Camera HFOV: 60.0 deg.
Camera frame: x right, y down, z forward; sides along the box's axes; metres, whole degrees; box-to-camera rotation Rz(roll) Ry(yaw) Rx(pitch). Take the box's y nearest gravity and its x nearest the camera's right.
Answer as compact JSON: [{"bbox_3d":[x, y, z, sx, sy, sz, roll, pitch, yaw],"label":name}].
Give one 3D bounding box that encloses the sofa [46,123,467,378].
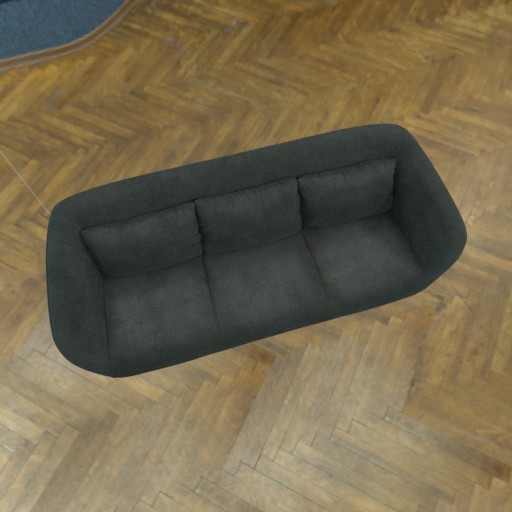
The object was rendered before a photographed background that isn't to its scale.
[{"bbox_3d":[0.000,0.000,2.735,2.296,0.875,0.956,-15,65,-7],"label":"sofa"}]
